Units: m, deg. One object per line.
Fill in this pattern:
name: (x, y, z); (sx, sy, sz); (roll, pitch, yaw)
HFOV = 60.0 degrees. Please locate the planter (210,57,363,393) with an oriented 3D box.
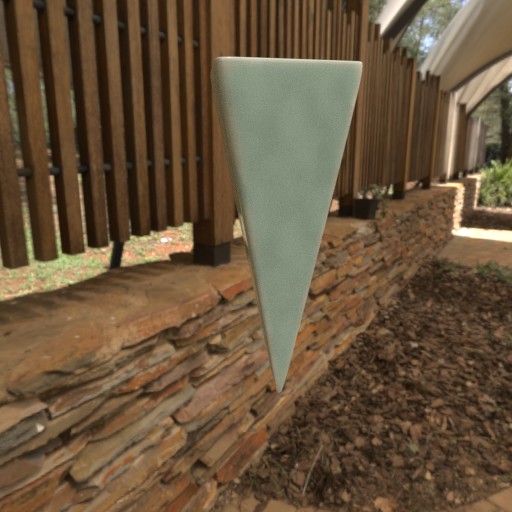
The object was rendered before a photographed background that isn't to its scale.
planter: (0.000, 0.000, 0.214); (0.080, 0.178, 0.064); (6, 15, 25)
